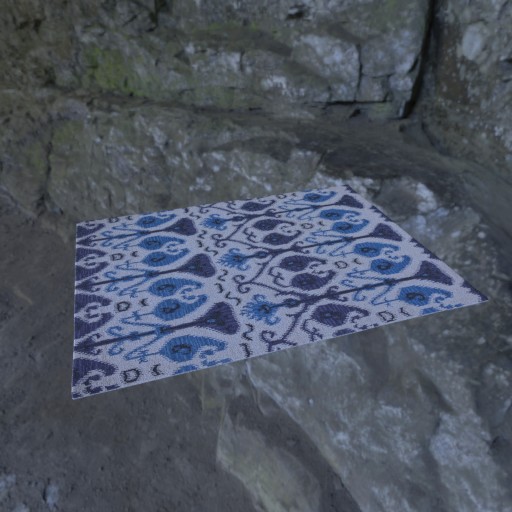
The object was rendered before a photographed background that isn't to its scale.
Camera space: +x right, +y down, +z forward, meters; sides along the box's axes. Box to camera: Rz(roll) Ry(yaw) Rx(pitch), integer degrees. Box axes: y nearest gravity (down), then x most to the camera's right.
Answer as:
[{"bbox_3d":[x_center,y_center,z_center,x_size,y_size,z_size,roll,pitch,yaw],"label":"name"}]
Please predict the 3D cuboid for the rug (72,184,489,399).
[{"bbox_3d":[0.000,0.000,4.168,3.228,0.024,2.443,-10,34,-15],"label":"rug"}]
